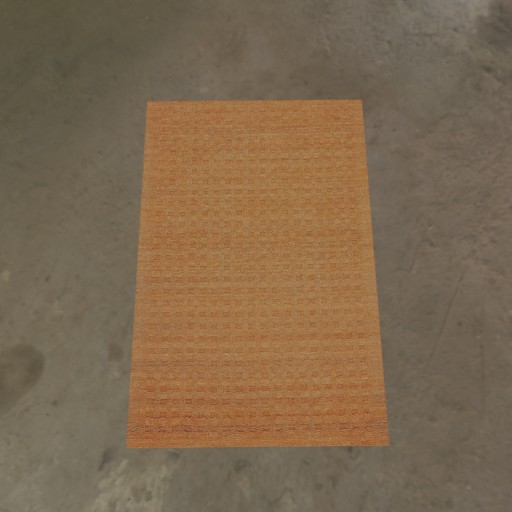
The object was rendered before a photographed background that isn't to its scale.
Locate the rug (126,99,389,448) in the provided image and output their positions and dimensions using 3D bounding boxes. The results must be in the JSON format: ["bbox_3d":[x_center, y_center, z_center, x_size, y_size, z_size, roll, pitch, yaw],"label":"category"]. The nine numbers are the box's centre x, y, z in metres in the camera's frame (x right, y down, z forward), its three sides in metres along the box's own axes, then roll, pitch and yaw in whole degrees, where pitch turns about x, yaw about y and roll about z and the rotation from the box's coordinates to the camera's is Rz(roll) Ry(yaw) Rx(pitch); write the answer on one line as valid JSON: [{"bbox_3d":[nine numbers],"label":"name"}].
[{"bbox_3d":[0.000,0.000,2.862,1.524,0.006,2.285,0,75,0],"label":"rug"}]
